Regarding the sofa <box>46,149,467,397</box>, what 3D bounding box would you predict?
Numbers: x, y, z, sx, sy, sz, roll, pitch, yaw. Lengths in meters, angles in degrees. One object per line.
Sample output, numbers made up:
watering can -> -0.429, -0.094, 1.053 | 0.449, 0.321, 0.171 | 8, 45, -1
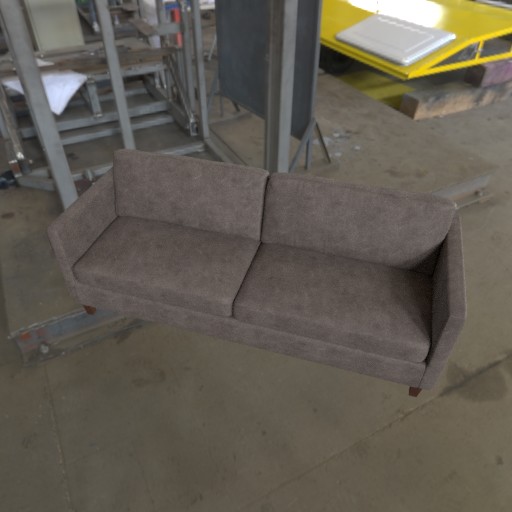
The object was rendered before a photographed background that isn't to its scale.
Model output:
sofa -> 0.000, 0.000, 2.906 | 2.434, 0.965, 0.951 | 11, 42, 13
